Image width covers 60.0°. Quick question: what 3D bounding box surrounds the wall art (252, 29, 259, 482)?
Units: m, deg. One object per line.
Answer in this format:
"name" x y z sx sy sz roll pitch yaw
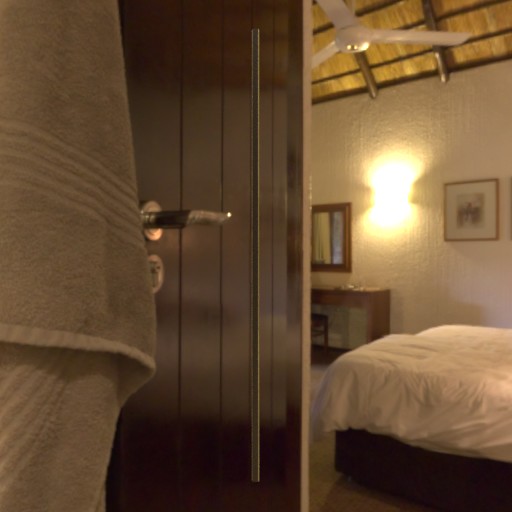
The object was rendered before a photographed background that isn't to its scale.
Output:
"wall art" 0.000 0.000 0.787 0.009 0.559 0.483 0 0 0
